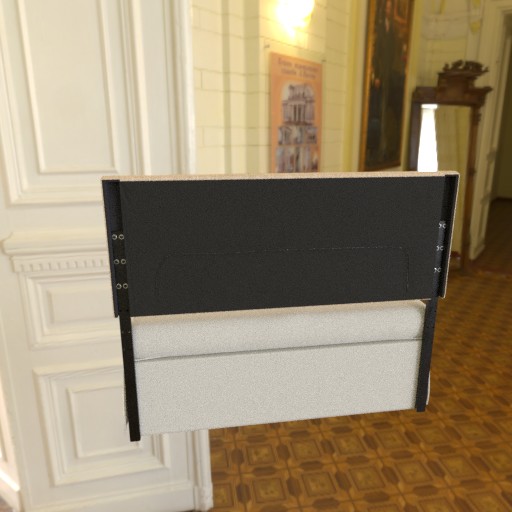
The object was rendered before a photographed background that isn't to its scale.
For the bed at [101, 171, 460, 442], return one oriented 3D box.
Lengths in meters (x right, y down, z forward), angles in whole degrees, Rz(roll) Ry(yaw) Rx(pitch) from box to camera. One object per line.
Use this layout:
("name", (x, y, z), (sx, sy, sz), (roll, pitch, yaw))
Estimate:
("bed", (0.000, 0.000, 3.007), (1.643, 1.270, 1.978), (-2, 16, -9))
